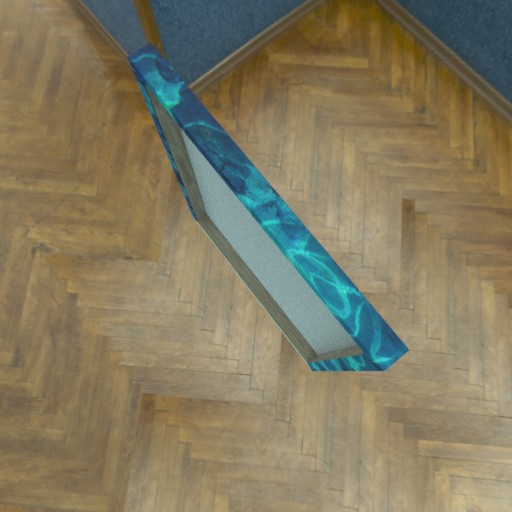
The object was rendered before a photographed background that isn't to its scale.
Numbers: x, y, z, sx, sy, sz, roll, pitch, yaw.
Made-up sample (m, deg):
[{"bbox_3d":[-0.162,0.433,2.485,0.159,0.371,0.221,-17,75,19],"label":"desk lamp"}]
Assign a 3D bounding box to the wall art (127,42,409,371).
[{"bbox_3d":[0.000,0.000,0.844,0.038,0.635,0.508,-37,78,-9],"label":"wall art"}]
